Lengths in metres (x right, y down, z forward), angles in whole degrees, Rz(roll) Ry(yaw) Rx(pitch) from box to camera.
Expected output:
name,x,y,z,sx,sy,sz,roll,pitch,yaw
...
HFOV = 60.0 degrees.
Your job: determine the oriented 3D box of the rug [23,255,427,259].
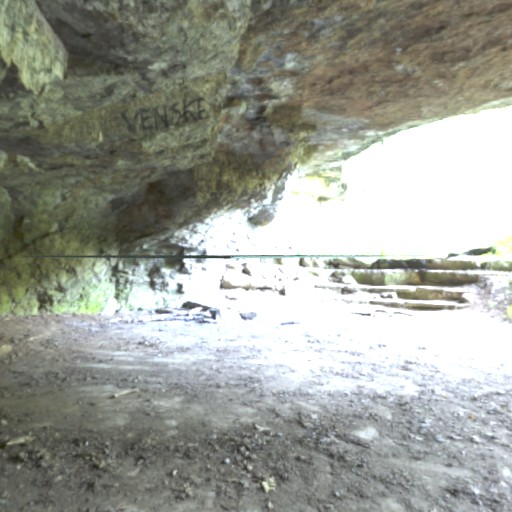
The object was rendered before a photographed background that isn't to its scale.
name,x,y,z,sx,sy,sz,roll,pitch,yaw
rug,0.000,0.000,2.885,1.522,0.008,2.284,0,0,37
